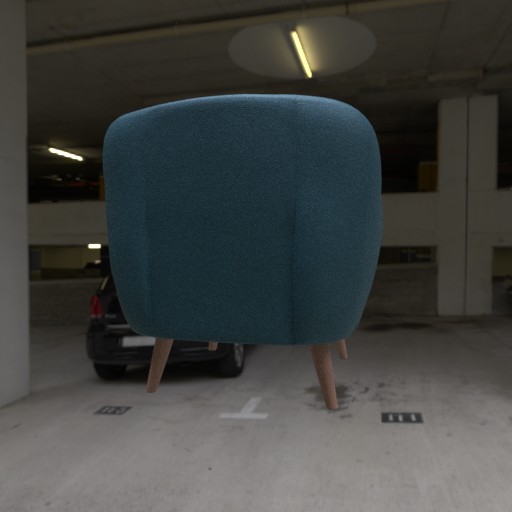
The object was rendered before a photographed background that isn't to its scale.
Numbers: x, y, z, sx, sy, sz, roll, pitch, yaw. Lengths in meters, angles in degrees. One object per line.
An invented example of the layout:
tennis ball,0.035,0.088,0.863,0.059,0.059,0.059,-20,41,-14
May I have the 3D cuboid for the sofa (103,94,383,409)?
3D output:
sofa,0.000,0.000,1.496,0.836,0.817,0.825,0,2,14
